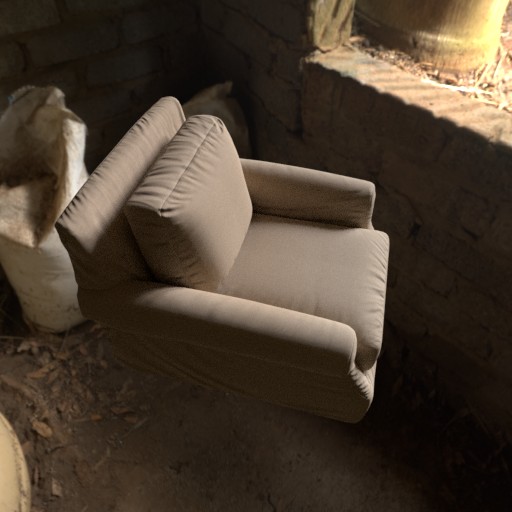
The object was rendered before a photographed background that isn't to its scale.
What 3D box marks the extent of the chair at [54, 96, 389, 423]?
[{"bbox_3d":[0.000,0.000,1.752,1.066,0.866,0.940,11,47,10],"label":"chair"}]
